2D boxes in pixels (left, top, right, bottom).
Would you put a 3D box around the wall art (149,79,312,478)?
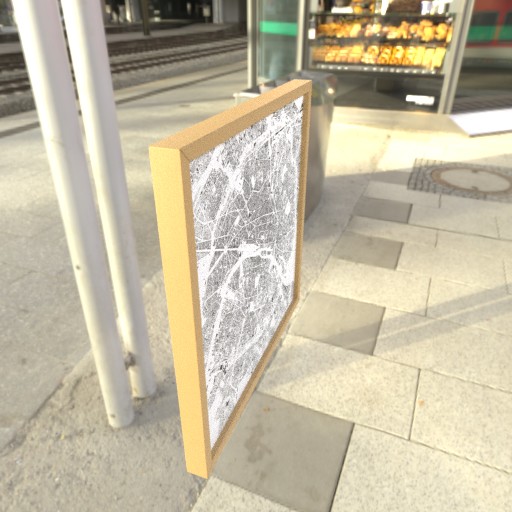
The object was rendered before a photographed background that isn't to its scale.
[{"bbox_3d":[0.000,0.000,0.766,0.036,0.509,0.509,10,31,18],"label":"wall art"}]
